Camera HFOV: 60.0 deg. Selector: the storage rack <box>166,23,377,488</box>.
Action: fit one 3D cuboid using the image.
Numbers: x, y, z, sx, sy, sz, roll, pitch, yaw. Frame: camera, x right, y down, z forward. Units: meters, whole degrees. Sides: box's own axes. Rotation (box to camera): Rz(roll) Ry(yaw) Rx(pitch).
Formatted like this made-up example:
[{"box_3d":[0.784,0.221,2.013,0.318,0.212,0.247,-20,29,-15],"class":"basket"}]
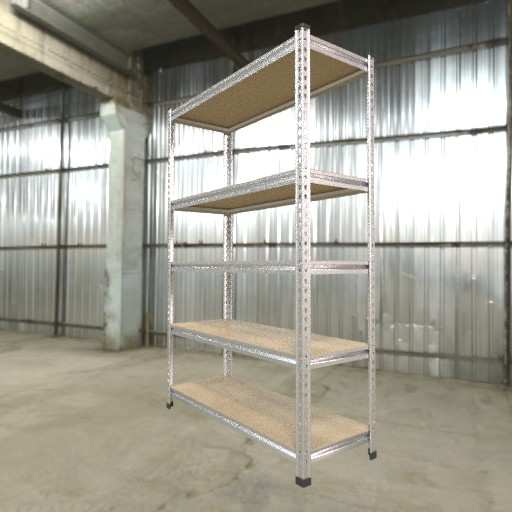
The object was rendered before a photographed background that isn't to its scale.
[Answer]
[{"box_3d":[0.000,0.000,2.363,0.457,1.829,1.219,1,-1,-37],"class":"storage rack"}]
